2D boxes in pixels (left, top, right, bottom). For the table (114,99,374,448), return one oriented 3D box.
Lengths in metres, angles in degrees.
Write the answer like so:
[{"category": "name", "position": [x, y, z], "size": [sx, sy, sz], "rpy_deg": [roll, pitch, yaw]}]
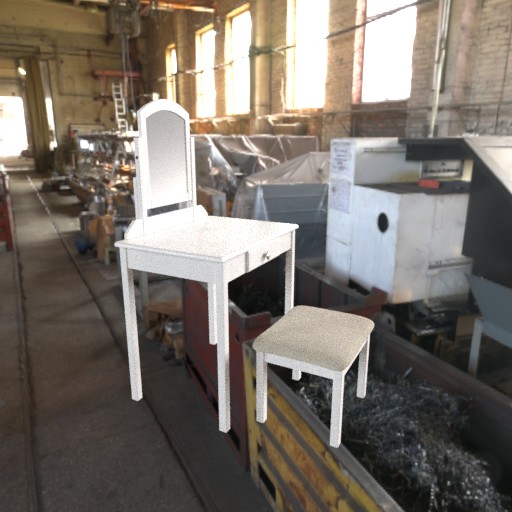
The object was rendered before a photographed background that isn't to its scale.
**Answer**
[{"category": "table", "position": [0.000, 0.000, 2.383], "size": [1.211, 1.631, 0.876], "rpy_deg": [8, 17, 27]}]
